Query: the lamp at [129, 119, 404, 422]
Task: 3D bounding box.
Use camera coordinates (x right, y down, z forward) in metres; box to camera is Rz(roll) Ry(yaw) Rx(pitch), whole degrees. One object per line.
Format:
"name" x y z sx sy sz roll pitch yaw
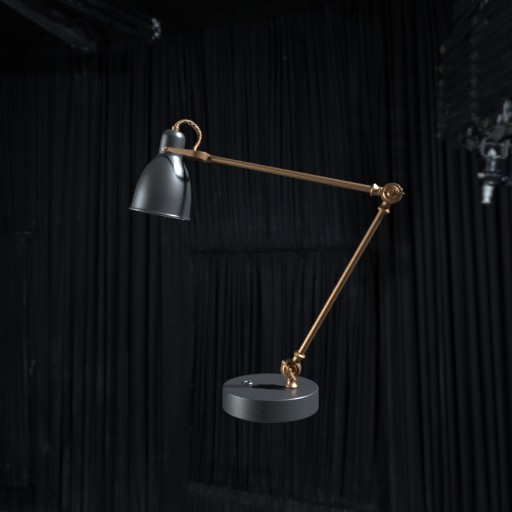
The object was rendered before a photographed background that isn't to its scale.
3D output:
"lamp" 0.000 0.000 0.882 0.561 0.587 0.187 0 -1 18
